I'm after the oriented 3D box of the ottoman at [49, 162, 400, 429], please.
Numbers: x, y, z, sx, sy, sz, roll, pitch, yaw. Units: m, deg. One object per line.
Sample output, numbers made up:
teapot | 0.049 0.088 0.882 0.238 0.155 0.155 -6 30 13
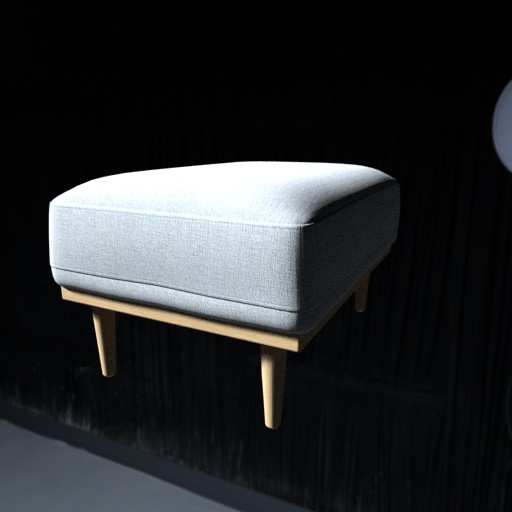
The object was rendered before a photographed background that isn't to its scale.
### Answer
ottoman | 0.000 0.000 1.068 0.549 0.428 0.749 7 16 26
